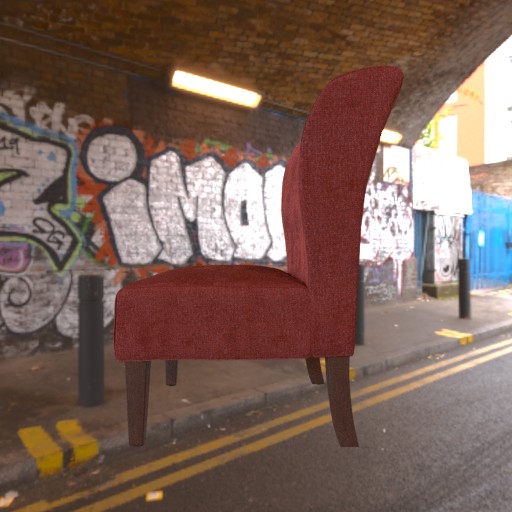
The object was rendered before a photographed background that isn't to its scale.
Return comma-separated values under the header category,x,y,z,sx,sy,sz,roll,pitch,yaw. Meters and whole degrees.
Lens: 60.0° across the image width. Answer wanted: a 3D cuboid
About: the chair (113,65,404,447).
category,x,y,z,sx,sy,sz,roll,pitch,yaw
chair,0.000,0.000,1.216,0.640,0.846,0.538,0,1,0
